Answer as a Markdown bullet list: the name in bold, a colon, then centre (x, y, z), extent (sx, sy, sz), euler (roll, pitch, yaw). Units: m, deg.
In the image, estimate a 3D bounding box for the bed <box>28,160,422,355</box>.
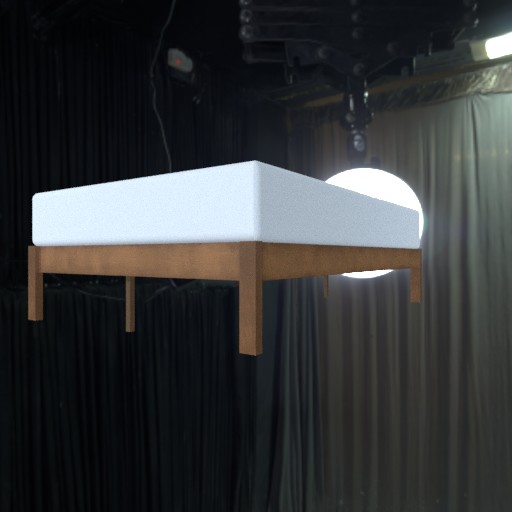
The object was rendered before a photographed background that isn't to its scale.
- **bed**: centre (0.000, 0.000, 2.553), extent (1.348, 0.616, 1.927), euler (0, 0, 35)
